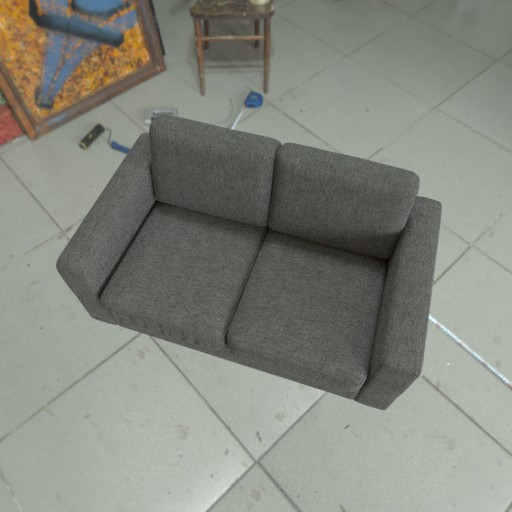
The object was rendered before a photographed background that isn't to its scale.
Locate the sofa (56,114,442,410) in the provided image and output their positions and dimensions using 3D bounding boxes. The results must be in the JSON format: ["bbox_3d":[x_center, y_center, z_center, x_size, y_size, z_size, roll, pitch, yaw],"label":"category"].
[{"bbox_3d":[0.000,0.000,2.043,1.520,0.800,0.900,15,59,10],"label":"sofa"}]
